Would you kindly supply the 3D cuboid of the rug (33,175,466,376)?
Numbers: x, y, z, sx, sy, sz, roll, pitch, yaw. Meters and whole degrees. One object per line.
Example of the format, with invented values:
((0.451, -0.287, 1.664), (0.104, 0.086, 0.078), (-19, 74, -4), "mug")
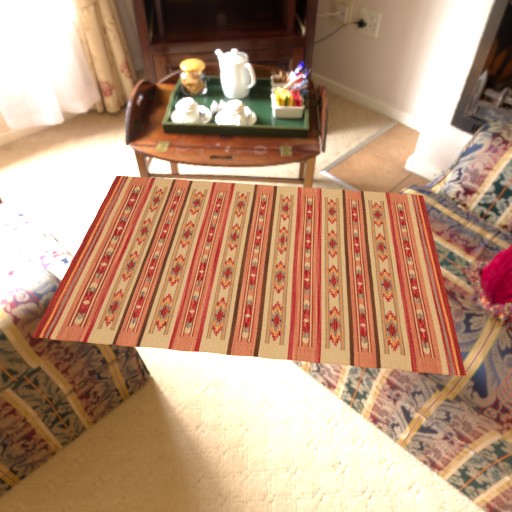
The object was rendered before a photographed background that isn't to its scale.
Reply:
((0.000, 0.000, 2.983), (2.431, 0.010, 1.535), (4, 47, 4), "rug")
